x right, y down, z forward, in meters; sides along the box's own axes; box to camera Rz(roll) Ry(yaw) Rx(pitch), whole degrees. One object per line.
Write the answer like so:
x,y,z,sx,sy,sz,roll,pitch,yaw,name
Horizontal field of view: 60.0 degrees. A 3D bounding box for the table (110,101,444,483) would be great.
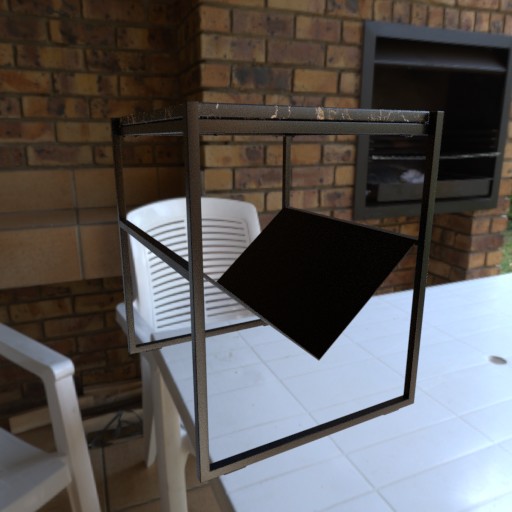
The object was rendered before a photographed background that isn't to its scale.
0.000,0.000,0.877,0.432,0.534,0.469,-8,17,-27,table
